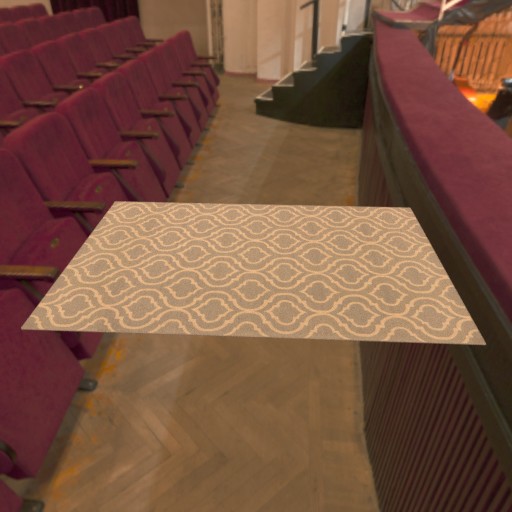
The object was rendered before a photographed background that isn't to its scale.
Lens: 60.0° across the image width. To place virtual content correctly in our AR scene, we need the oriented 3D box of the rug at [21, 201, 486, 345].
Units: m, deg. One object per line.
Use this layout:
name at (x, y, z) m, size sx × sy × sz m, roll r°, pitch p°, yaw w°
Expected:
rug at (0.000, 0.000, 2.144) m, size 1.749 × 0.015 × 1.141 m, roll 2°, pitch 33°, yaw 2°
